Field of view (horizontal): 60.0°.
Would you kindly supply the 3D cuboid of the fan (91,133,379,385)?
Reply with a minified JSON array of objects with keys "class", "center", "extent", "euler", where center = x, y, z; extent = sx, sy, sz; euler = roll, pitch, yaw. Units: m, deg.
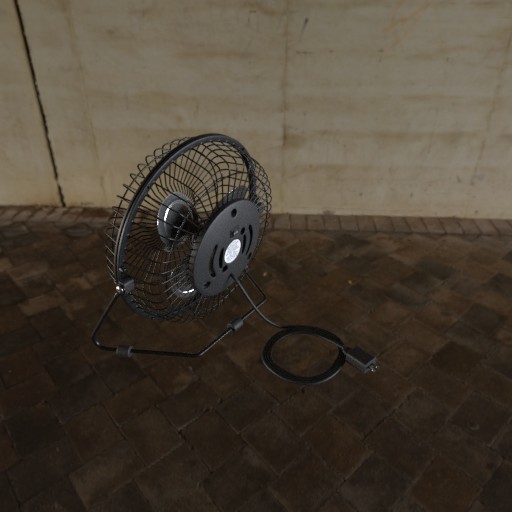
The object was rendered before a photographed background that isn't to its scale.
[{"class":"fan","center":[0.000,0.000,0.382],"extent":[0.227,0.188,0.209],"euler":[20,36,30]}]
